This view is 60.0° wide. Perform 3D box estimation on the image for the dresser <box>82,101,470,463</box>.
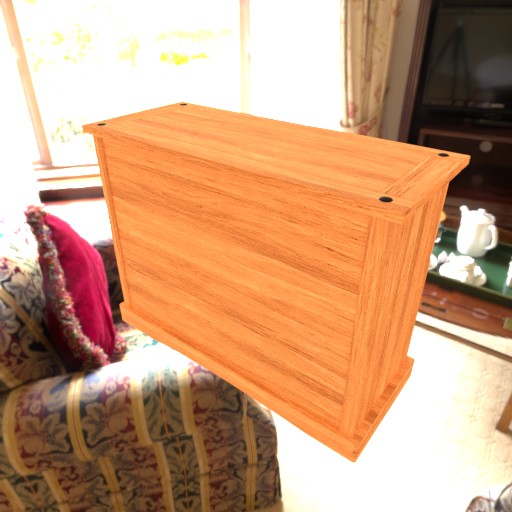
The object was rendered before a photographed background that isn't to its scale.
[{"bbox_3d":[0.000,0.000,1.377,0.990,0.740,0.410,22,37,32],"label":"dresser"}]
